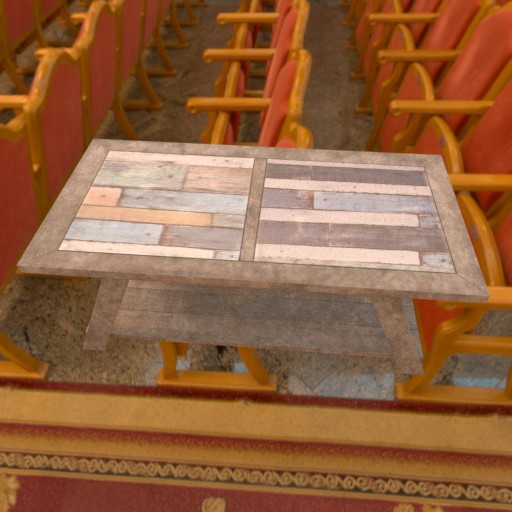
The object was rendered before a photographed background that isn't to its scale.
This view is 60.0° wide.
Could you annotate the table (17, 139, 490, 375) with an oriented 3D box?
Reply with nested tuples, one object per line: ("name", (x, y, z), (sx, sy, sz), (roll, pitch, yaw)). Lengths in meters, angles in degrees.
("table", (0.000, 0.000, 1.515), (1.219, 0.470, 0.610), (4, 47, 3))
